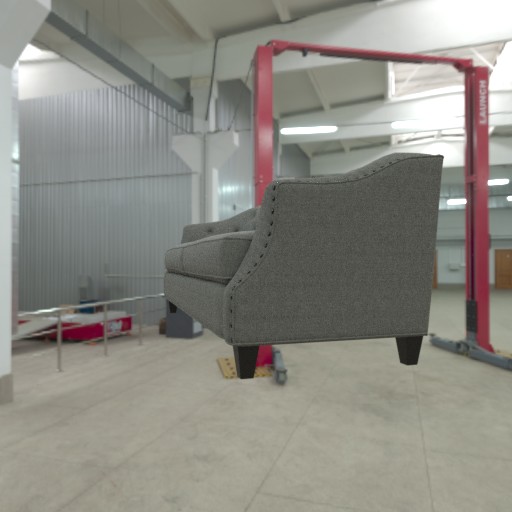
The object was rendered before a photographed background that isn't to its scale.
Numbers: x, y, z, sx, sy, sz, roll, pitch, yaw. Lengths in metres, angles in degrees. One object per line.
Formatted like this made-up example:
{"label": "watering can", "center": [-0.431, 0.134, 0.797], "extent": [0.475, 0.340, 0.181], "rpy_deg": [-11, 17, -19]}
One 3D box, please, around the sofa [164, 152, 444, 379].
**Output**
{"label": "sofa", "center": [0.000, 0.000, 2.721], "extent": [0.914, 0.901, 2.235], "rpy_deg": [0, -1, -18]}
